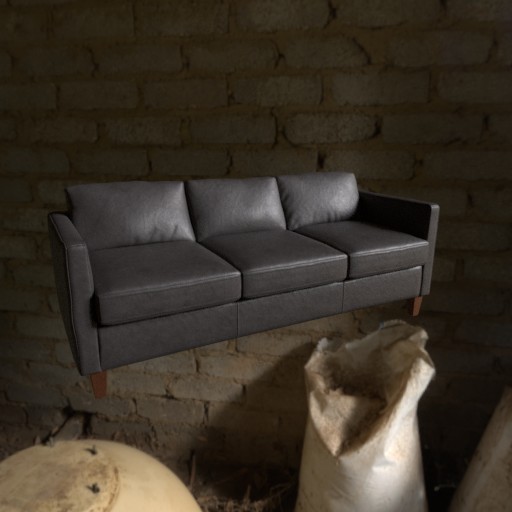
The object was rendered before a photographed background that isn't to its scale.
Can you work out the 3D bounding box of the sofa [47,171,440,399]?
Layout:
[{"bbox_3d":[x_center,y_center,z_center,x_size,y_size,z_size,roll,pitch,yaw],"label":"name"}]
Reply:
[{"bbox_3d":[0.000,0.000,2.998,2.464,1.006,1.045,-8,18,-27],"label":"sofa"}]
